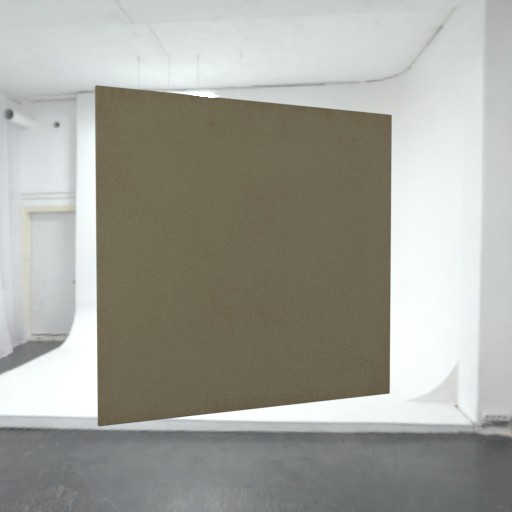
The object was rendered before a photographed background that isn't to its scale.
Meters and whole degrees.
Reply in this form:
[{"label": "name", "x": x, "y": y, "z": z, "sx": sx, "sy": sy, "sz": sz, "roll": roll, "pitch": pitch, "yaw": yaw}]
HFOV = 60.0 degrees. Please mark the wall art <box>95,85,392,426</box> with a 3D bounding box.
[{"label": "wall art", "x": 0.000, "y": 0.000, "z": 0.744, "sx": 0.503, "sy": 0.506, "sz": 0.030, "roll": 0, "pitch": 1, "yaw": -17}]
